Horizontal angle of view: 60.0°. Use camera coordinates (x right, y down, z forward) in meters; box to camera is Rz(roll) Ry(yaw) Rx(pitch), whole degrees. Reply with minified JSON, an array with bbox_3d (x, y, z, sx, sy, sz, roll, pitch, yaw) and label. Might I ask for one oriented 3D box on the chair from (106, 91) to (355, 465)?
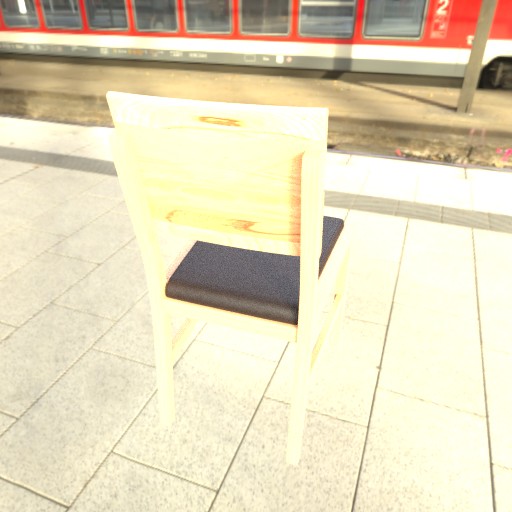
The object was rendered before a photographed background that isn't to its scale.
[{"bbox_3d":[0.000,0.000,1.243,0.475,0.950,0.560,10,33,16],"label":"chair"}]
